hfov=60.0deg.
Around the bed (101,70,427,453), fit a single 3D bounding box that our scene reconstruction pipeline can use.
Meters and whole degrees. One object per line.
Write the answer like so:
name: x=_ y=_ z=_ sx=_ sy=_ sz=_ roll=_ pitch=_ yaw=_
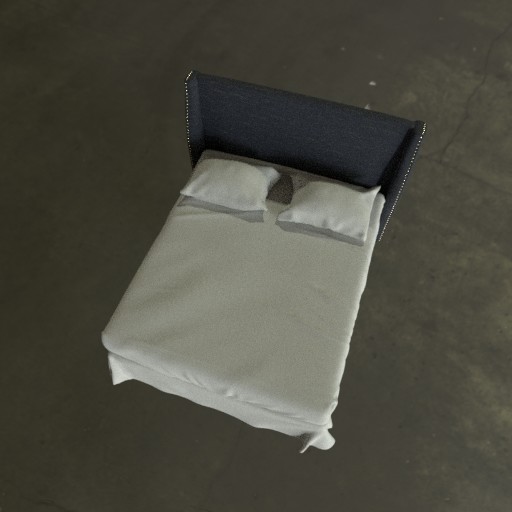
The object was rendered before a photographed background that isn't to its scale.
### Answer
bed: x=0.000 y=0.000 z=3.415 sx=1.925 sy=1.332 sz=2.276 roll=16 pitch=60 yaw=10
